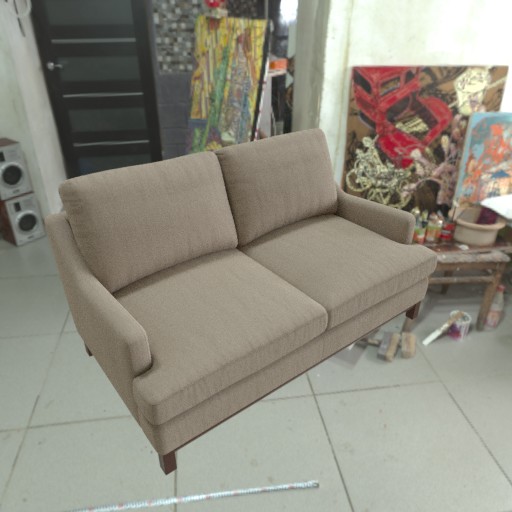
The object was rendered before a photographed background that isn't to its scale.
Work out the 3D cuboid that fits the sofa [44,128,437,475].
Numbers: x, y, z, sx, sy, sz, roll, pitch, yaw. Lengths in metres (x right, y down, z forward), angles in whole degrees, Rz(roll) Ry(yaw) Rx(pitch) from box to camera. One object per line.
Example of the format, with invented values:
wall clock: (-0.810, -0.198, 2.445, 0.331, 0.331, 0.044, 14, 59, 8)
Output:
sofa: (0.000, 0.000, 2.141, 1.619, 0.910, 1.004, -21, 36, -32)
